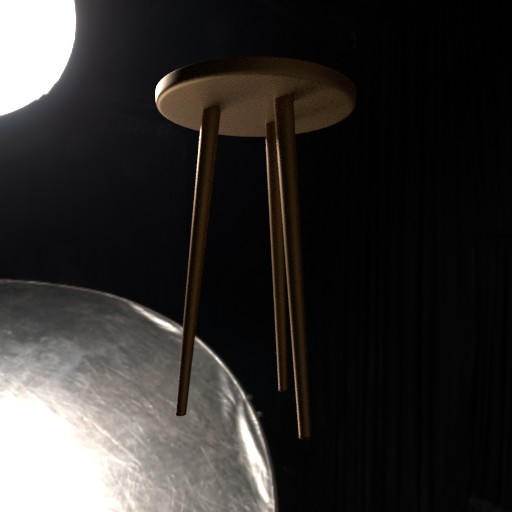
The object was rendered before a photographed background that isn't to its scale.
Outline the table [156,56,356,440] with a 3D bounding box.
[{"bbox_3d":[0.000,0.000,0.680,0.299,0.480,0.299,-1,1,-38],"label":"table"}]
